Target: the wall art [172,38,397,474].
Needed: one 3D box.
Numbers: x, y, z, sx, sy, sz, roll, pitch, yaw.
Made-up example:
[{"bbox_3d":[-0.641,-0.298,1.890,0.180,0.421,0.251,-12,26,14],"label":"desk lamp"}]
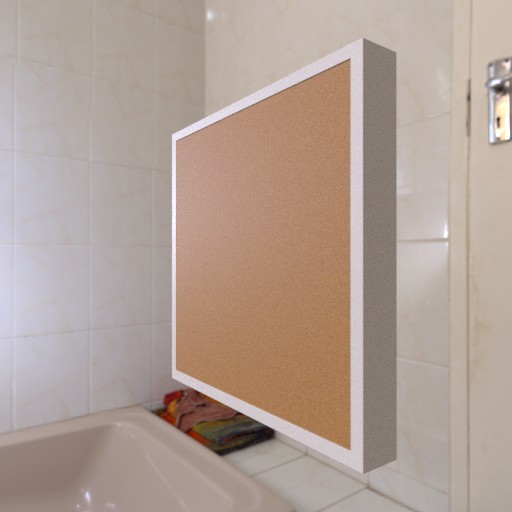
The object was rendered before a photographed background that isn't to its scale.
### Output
[{"bbox_3d":[0.000,0.000,0.443,0.038,0.305,0.305,0,0,-36],"label":"wall art"}]
